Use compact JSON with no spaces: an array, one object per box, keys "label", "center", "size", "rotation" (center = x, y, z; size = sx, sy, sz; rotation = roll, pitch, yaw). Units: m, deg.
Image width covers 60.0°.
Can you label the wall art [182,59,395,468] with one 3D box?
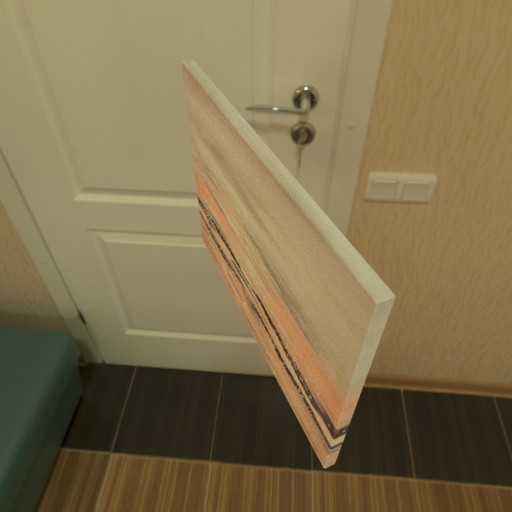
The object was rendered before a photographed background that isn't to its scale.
[{"label":"wall art","center":[0.000,0.000,1.302],"size":[0.038,0.763,1.015],"rotation":[-18,49,-17]}]
